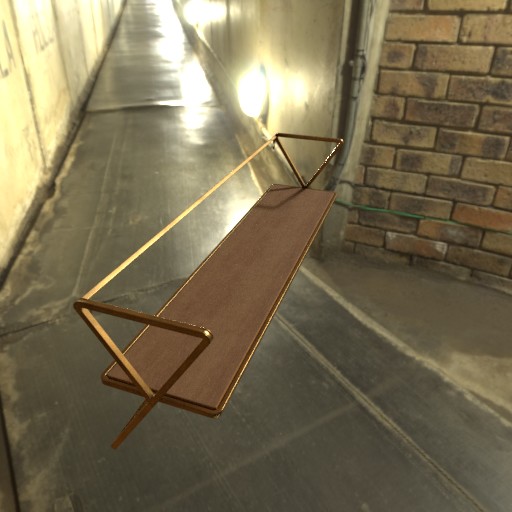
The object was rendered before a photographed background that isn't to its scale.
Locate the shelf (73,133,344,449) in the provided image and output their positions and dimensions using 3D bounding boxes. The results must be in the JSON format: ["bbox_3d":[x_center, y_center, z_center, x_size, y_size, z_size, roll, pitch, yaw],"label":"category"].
[{"bbox_3d":[0.000,0.000,0.731,0.150,0.229,0.645,11,32,17],"label":"shelf"}]
